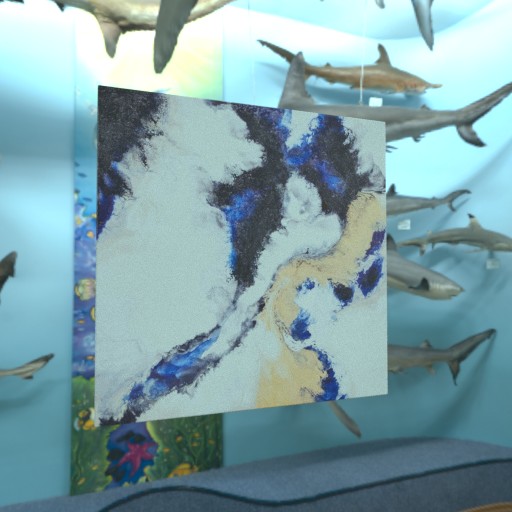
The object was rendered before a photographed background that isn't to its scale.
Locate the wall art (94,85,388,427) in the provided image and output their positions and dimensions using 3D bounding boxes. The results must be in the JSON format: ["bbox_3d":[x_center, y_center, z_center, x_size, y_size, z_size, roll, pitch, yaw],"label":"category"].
[{"bbox_3d":[0.000,0.000,1.307,0.887,0.885,0.038,1,-2,-19],"label":"wall art"}]
